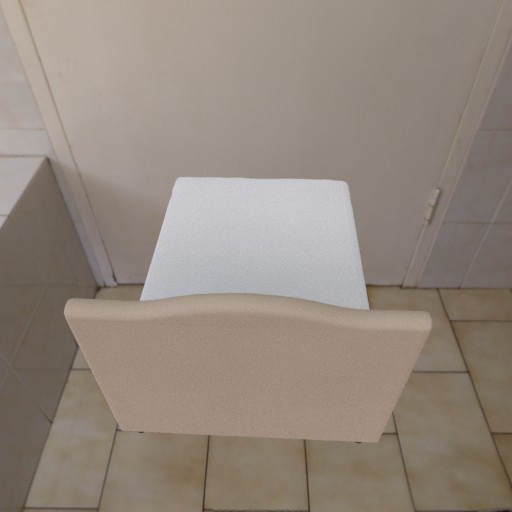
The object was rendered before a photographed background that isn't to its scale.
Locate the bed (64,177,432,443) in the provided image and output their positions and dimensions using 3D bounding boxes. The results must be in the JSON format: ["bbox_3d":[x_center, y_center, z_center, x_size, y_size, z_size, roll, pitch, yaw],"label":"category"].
[{"bbox_3d":[0.000,0.000,3.126,1.678,1.398,2.052,2,45,2],"label":"bed"}]
